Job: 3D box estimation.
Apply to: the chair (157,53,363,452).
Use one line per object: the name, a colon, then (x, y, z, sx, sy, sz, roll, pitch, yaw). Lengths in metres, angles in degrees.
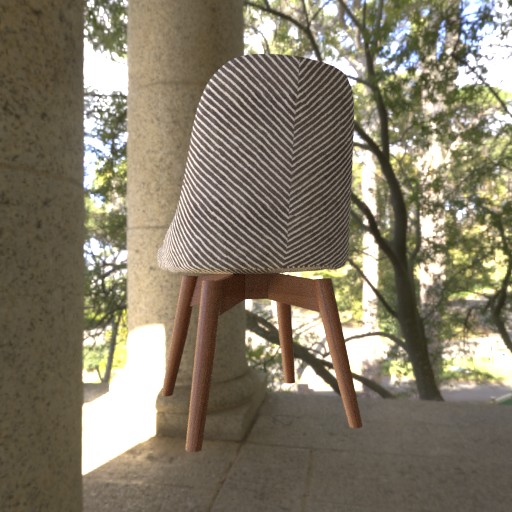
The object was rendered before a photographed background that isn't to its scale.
chair: (0.000, 0.000, 1.252, 0.504, 0.883, 0.591, 0, 0, -19)
